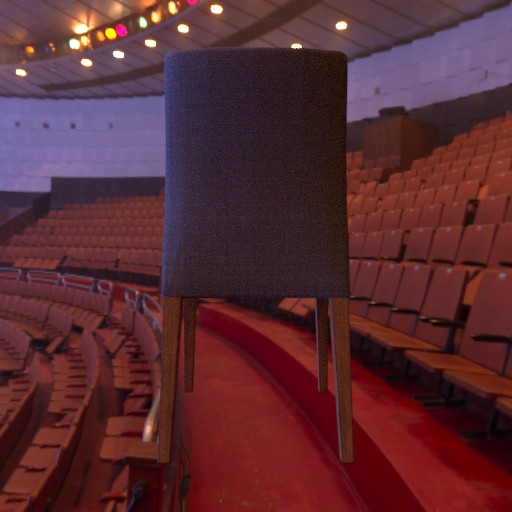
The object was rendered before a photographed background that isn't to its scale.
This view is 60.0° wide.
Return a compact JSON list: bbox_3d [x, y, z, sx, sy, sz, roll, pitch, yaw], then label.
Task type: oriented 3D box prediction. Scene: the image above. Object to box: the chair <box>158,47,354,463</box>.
[{"bbox_3d":[0.000,0.000,1.265,0.496,0.940,0.585,0,0,0],"label":"chair"}]
